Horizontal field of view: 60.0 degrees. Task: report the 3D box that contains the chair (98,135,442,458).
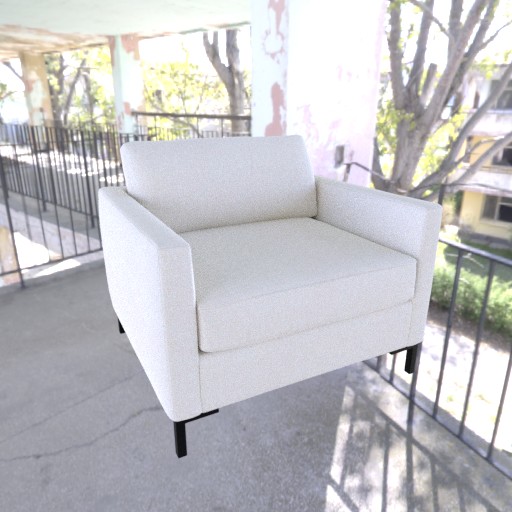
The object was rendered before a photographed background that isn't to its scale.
[{"bbox_3d":[0.000,0.000,1.625,0.964,0.806,0.875,-10,22,-26],"label":"chair"}]
